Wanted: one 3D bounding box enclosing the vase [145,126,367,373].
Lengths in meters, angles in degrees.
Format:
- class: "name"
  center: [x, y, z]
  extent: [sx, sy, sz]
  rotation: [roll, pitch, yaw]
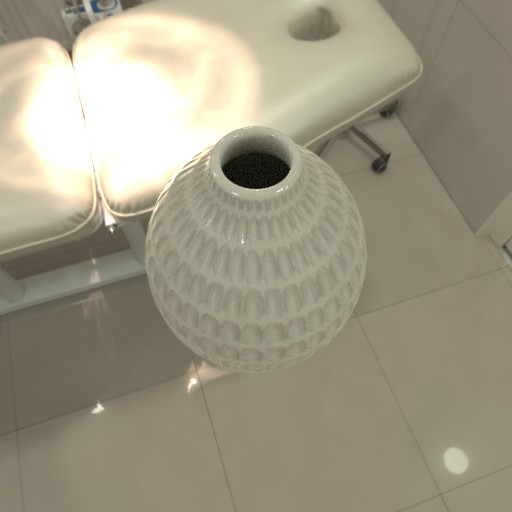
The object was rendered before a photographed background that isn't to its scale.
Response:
- class: "vase"
  center: [0.000, 0.000, 0.332]
  extent: [0.162, 0.223, 0.162]
  rotation: [0, 62, 0]
